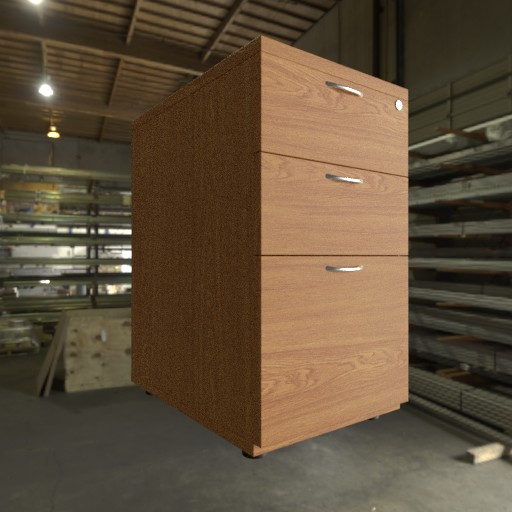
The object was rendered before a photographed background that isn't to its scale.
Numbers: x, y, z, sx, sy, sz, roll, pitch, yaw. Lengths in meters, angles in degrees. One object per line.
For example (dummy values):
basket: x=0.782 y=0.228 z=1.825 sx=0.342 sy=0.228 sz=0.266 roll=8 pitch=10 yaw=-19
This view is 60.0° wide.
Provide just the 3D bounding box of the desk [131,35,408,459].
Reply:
desk: x=0.000 y=0.000 z=1.084 sx=0.404 sy=0.730 sz=0.600 roll=0 pitch=0 yaw=-36
